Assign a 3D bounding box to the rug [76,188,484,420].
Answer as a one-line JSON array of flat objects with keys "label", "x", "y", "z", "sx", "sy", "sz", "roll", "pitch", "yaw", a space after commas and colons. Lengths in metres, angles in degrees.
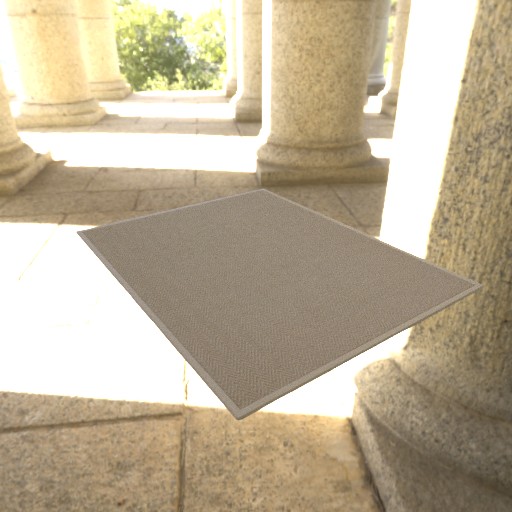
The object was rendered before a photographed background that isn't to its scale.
[{"label": "rug", "x": 0.000, "y": 0.000, "z": 4.087, "sx": 2.407, "sy": 0.020, "sz": 3.051, "roll": -18, "pitch": 32, "yaw": -31}]
